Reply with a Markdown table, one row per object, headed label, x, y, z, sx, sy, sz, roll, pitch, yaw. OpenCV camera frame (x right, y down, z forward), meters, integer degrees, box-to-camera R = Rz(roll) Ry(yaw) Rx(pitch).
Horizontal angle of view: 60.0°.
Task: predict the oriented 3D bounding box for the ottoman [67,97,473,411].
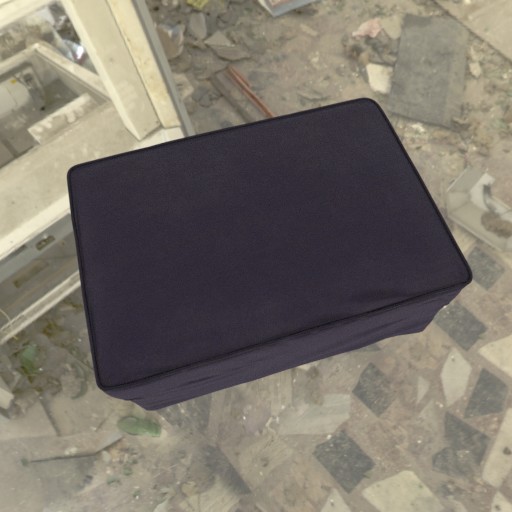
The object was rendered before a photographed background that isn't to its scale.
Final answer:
| label | x | y | z | sx | sy | sz | roll | pitch | yaw |
| --- | --- | --- | --- | --- | --- | --- | --- | --- | --- |
| ottoman | 0.000 | 0.000 | 1.300 | 0.938 | 0.503 | 0.637 | -15 | 66 | -7 |
